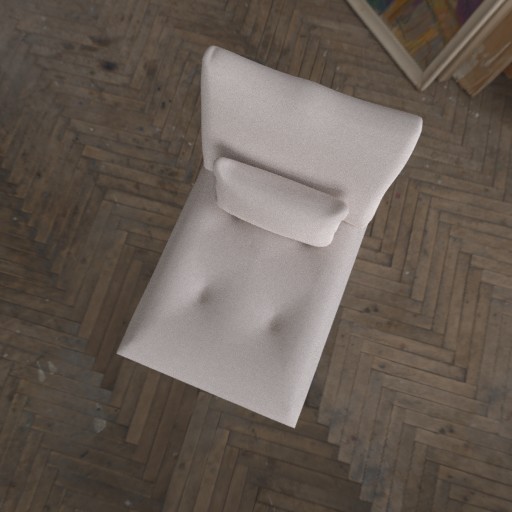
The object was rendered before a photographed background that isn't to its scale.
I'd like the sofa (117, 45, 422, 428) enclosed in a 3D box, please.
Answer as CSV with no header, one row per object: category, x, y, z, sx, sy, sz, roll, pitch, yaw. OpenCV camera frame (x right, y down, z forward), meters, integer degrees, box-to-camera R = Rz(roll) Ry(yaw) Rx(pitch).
sofa,0.000,0.000,1.567,0.700,0.820,1.000,21,78,5
